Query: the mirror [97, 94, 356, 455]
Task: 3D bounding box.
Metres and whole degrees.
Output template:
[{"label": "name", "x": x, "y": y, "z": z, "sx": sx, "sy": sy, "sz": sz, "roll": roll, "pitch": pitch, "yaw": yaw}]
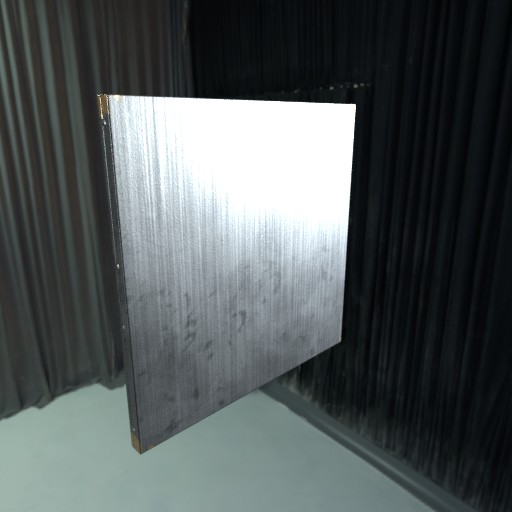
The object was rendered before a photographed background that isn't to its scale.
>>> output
[{"label": "mirror", "x": 0.000, "y": 0.000, "z": 0.575, "sx": 0.382, "sy": 0.381, "sz": 0.020, "roll": -16, "pitch": 23, "yaw": -42}]
